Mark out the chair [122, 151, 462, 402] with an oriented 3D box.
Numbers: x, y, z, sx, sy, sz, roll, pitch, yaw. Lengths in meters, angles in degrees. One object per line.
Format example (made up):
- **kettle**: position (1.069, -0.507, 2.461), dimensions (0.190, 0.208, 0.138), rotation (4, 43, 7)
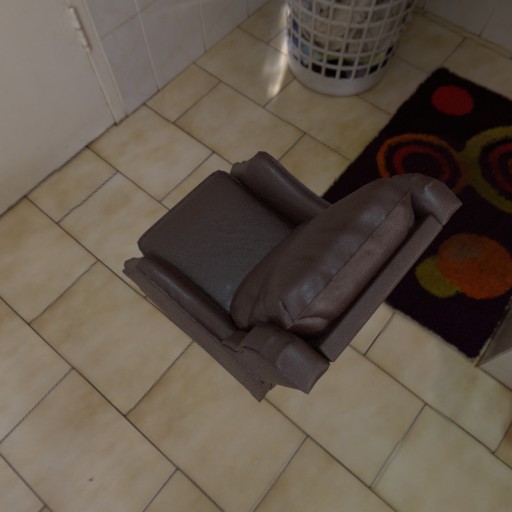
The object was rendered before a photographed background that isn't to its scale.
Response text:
- **chair**: position (0.000, 0.000, 1.762), dimensions (0.982, 1.132, 0.770), rotation (39, 71, 16)
